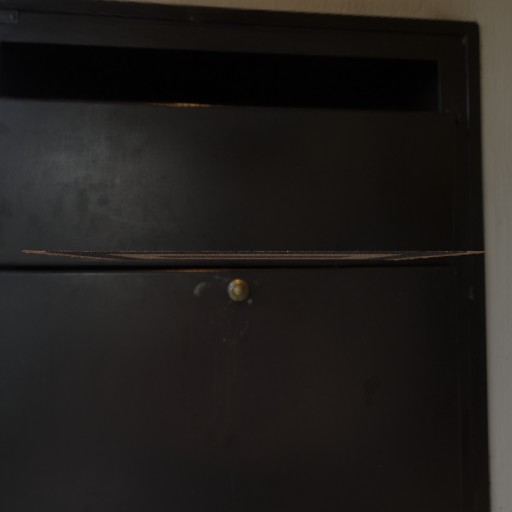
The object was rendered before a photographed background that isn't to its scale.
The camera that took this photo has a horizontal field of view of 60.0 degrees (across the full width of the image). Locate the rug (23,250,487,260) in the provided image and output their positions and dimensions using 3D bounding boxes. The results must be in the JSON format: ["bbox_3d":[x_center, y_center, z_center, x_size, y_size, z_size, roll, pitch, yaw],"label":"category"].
[{"bbox_3d":[0.000,0.000,1.904,1.541,0.013,0.920,0,-2,-1],"label":"rug"}]
